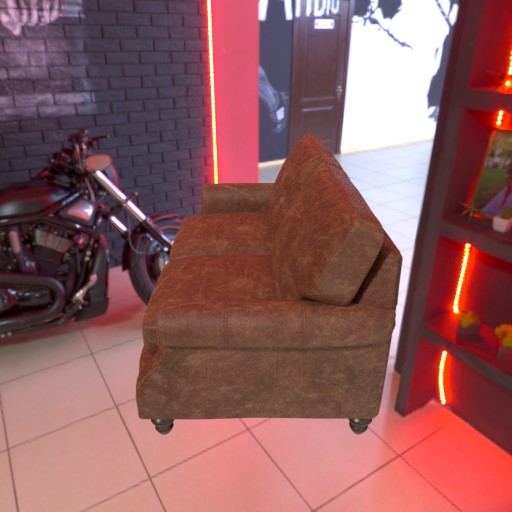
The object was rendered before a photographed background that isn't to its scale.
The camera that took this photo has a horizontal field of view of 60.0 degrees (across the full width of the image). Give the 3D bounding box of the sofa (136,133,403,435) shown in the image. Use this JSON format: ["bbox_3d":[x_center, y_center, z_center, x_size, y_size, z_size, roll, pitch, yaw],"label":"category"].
[{"bbox_3d":[0.000,0.000,2.237,0.990,0.967,1.616,0,26,0],"label":"sofa"}]
